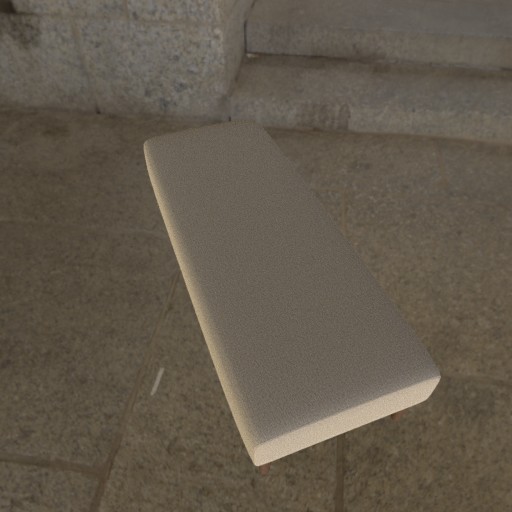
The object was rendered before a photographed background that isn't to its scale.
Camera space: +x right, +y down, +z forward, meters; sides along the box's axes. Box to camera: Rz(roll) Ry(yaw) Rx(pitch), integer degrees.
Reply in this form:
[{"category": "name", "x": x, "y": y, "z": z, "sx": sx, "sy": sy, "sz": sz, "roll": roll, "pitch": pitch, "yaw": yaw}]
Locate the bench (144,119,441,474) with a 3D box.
[{"category": "bench", "x": 0.000, "y": 0.000, "z": 1.887, "sx": 0.646, "sy": 0.393, "sz": 1.609, "roll": -15, "pitch": 48, "yaw": -14}]
